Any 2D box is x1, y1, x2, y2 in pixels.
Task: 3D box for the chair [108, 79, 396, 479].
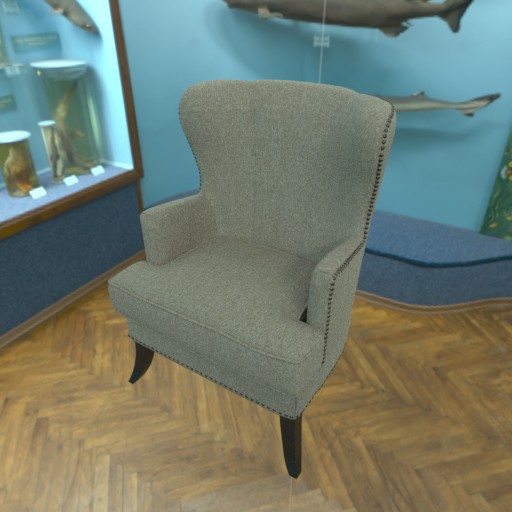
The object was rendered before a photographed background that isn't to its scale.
[{"bbox_3d":[0.000,0.000,1.564,0.759,1.060,0.758,18,36,28],"label":"chair"}]
